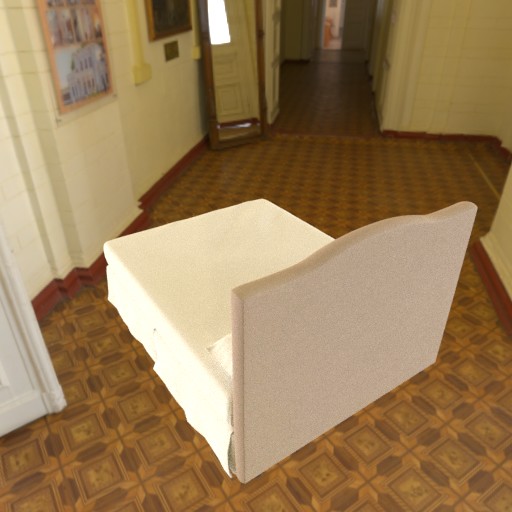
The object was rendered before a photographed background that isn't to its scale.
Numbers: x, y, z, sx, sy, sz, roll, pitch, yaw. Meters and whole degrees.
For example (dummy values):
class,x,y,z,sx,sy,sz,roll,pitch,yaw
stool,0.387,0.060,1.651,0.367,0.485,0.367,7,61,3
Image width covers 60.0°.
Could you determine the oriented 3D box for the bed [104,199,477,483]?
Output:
class,x,y,z,sx,sy,sz,roll,pitch,yaw
bed,0.000,0.000,3.388,1.821,1.436,2.282,-19,36,-29
